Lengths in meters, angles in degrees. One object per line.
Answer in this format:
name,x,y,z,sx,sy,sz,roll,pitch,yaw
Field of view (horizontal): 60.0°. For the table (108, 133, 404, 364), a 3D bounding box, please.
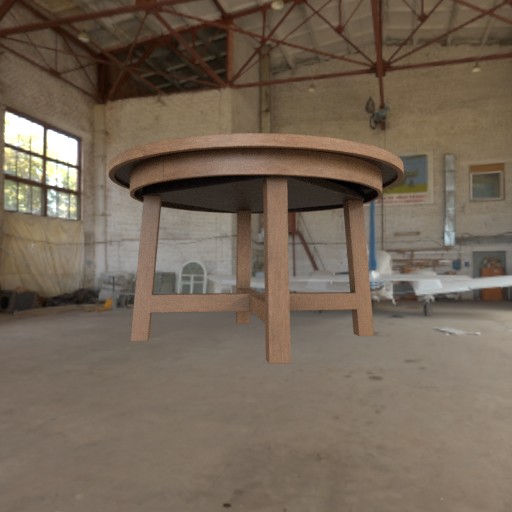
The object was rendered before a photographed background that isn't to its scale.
table,0.000,0.000,2.080,1.319,0.762,1.319,0,-1,0
